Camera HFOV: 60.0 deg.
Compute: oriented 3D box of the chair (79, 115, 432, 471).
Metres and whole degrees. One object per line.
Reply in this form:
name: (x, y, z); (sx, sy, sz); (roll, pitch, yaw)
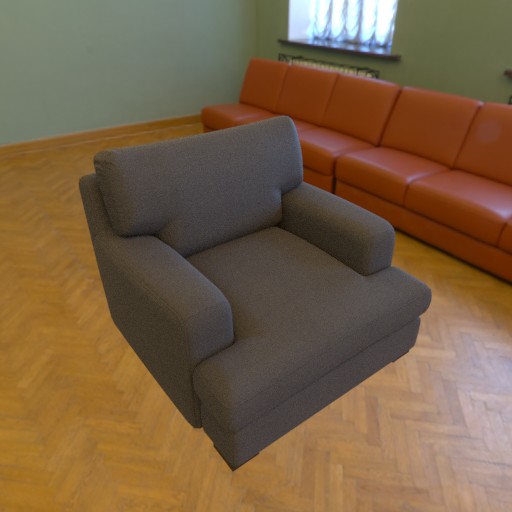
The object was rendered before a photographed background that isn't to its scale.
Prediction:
chair: (0.000, 0.000, 1.972); (1.168, 0.940, 1.143); (-21, 37, -31)
